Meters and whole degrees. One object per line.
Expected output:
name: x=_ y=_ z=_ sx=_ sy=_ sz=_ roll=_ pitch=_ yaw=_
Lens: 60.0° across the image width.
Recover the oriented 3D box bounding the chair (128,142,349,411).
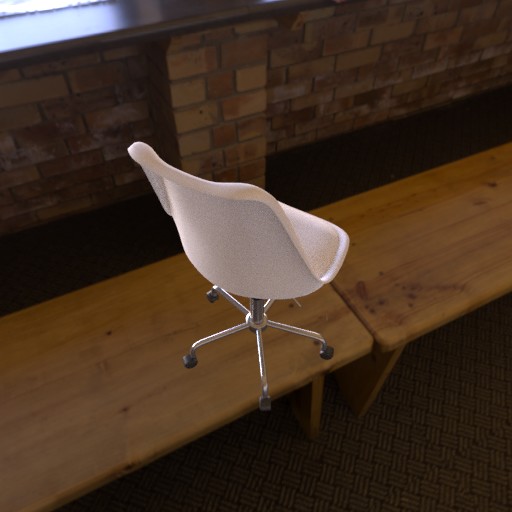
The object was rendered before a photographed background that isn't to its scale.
chair: x=0.000 y=0.000 z=1.301 sx=0.550 sy=0.930 sz=0.550 roll=24 pitch=52 yaw=21
